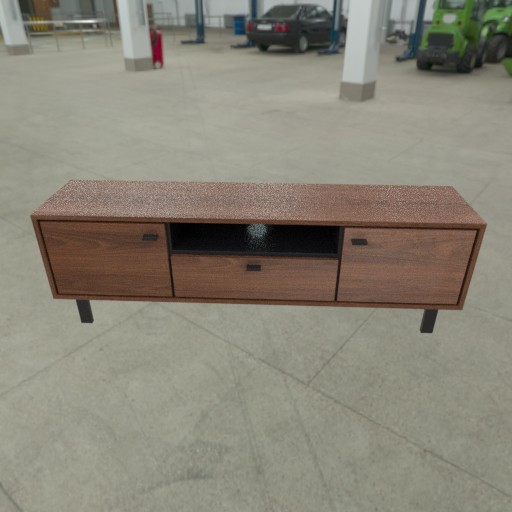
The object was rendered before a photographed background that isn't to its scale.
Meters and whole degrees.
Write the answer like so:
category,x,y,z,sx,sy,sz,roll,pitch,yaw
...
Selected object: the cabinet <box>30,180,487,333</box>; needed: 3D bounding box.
category,x,y,z,sx,sy,sz,roll,pitch,yaw
cabinet,0.000,0.000,1.868,1.650,0.500,0.400,1,30,2
